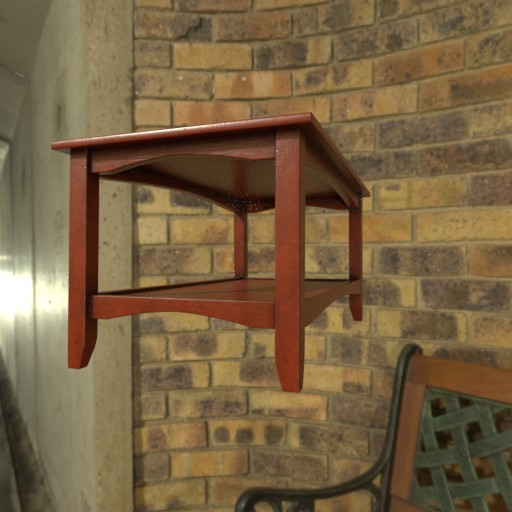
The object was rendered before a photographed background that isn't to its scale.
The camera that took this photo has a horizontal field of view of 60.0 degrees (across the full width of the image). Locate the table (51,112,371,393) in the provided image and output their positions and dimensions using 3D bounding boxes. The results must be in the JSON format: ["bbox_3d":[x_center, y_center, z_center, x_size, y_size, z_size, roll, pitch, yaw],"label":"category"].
[{"bbox_3d":[0.000,0.000,1.237,0.533,0.456,0.943,0,0,20],"label":"table"}]
